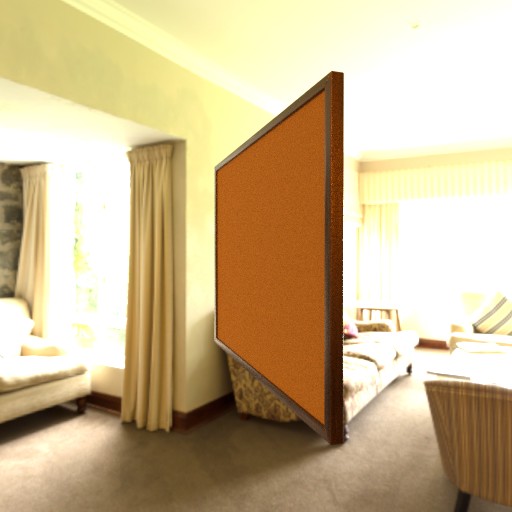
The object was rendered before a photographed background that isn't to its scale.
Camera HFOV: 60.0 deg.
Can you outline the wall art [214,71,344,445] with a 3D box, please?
[{"bbox_3d":[0.000,0.000,0.566,0.012,0.304,0.431,0,1,-18],"label":"wall art"}]
